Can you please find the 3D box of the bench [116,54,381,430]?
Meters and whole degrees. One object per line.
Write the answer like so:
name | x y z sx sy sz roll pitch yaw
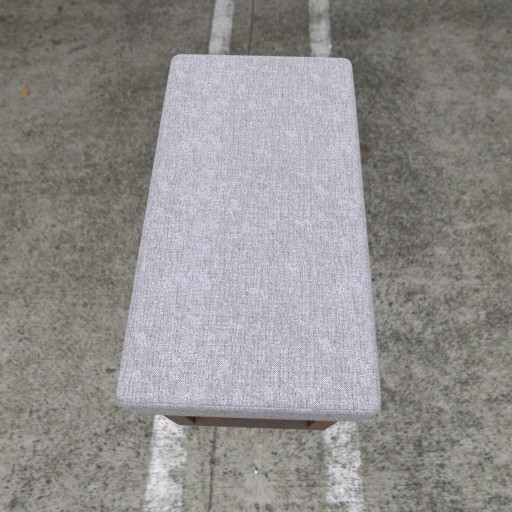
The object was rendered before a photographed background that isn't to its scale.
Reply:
bench | 0.000 0.000 0.940 0.366 0.467 0.681 2 64 1
